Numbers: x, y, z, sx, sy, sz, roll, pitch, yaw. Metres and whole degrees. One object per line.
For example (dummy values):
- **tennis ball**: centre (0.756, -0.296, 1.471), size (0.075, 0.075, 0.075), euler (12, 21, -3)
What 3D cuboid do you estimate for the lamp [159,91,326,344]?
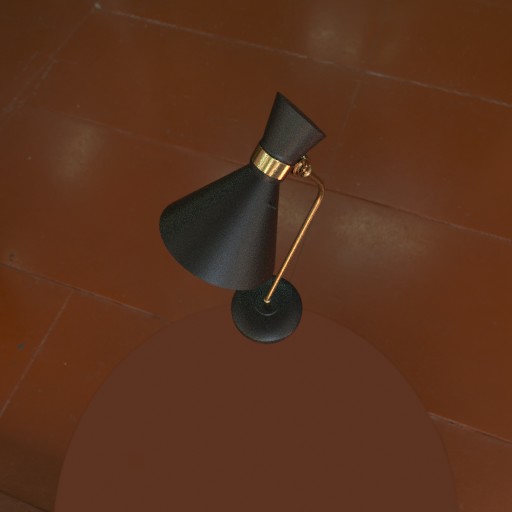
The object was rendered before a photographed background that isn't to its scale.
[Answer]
- **lamp**: centre (0.000, 0.000, 0.797), size (0.292, 0.647, 0.189), euler (-33, 67, -16)
